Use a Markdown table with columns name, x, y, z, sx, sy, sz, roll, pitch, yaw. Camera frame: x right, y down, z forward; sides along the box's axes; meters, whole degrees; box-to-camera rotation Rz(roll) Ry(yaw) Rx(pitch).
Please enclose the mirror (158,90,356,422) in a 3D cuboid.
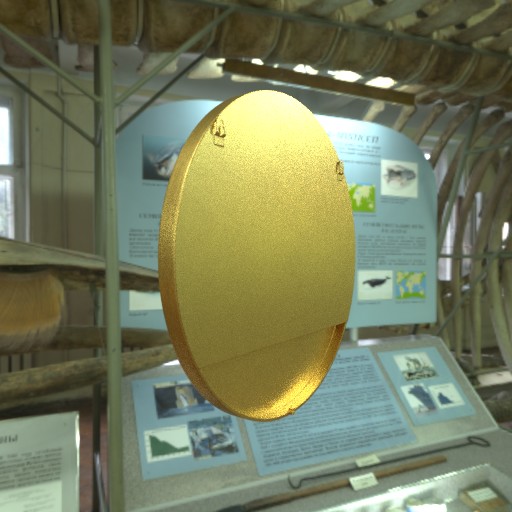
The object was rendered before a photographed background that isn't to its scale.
| name | x | y | z | sx | sy | sz | roll | pitch | yaw |
| --- | --- | --- | --- | --- | --- | --- | --- | --- | --- |
| mirror | 0.000 | 0.000 | 0.674 | 0.133 | 0.457 | 0.457 | 1 | 1 | 36 |
